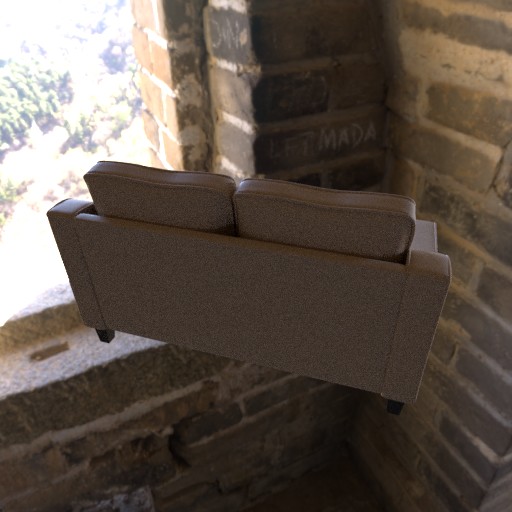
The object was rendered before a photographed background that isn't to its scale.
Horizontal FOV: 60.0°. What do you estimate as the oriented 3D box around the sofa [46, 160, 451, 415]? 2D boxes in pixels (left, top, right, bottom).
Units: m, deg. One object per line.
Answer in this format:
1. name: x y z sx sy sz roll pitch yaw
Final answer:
1. sofa: 0.000 0.000 3.439 2.587 1.562 1.351 10 32 16
